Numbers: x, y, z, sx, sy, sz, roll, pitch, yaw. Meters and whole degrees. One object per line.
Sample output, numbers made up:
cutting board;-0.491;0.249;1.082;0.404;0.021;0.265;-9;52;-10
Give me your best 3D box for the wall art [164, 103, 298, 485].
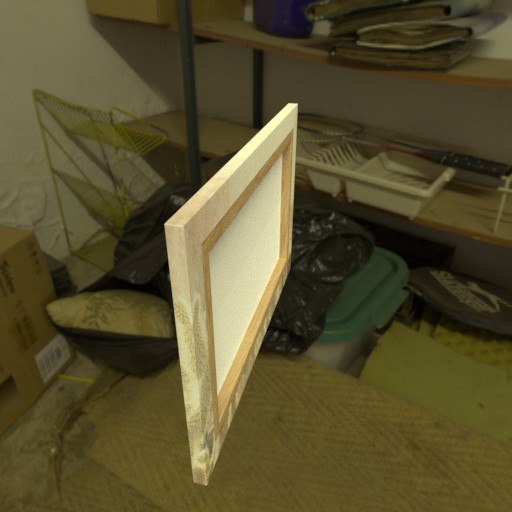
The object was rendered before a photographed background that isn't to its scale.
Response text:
wall art;0.000;0.000;1.461;0.041;0.758;1.142;8;31;13
